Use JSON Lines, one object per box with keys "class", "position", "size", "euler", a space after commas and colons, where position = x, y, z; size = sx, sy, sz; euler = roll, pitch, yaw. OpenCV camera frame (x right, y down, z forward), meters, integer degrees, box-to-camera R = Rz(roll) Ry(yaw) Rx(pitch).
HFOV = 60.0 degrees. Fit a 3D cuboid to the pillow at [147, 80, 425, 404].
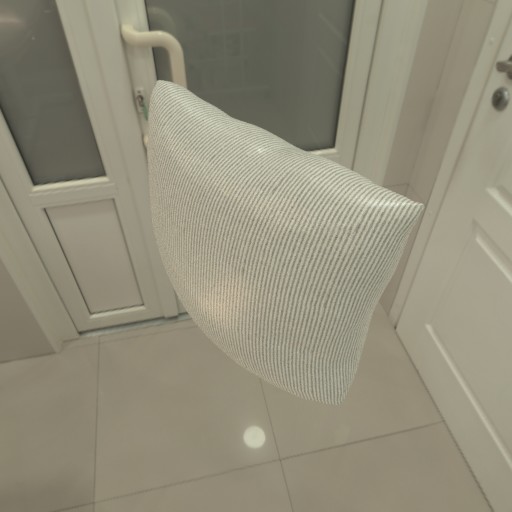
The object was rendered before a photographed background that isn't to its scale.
{"class": "pillow", "position": [0.000, 0.000, 0.707], "size": [0.310, 0.432, 0.387], "euler": [-9, 46, -9]}
